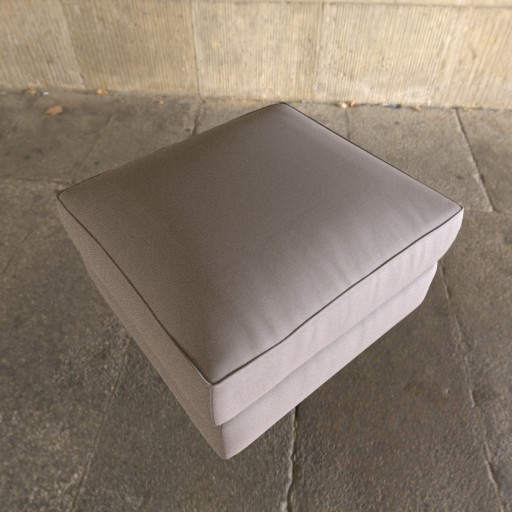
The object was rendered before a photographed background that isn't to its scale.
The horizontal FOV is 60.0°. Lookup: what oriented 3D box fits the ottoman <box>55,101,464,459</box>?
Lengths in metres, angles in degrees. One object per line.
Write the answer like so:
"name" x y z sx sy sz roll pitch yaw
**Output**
"ottoman" 0.000 0.000 1.127 0.721 0.505 0.662 -30 54 -25
